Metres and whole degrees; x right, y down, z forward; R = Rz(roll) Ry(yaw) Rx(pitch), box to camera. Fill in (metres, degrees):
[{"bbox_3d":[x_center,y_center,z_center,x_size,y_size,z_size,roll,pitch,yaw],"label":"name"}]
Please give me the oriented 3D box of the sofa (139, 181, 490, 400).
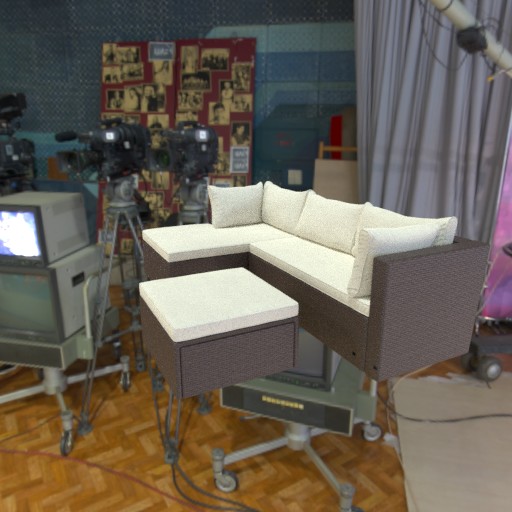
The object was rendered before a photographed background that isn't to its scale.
[{"bbox_3d":[0.000,0.000,2.939,1.612,0.766,2.192,-8,18,-26],"label":"sofa"}]
